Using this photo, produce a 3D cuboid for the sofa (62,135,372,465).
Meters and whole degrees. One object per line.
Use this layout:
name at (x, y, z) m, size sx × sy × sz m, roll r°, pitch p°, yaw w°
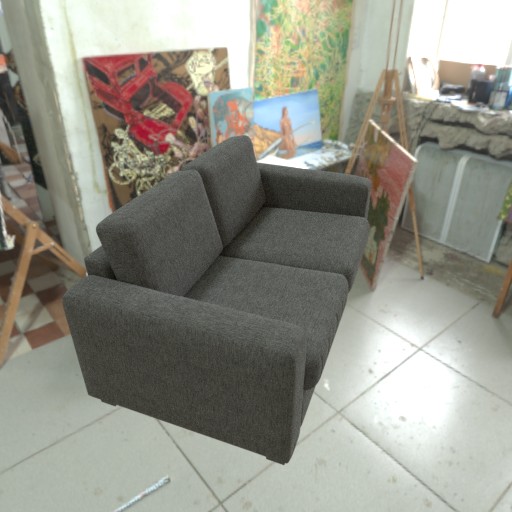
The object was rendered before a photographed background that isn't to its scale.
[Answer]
sofa at (0.000, 0.000, 2.075) m, size 0.900 × 0.800 × 1.520 m, roll 11°, pitch 33°, yaw 18°
